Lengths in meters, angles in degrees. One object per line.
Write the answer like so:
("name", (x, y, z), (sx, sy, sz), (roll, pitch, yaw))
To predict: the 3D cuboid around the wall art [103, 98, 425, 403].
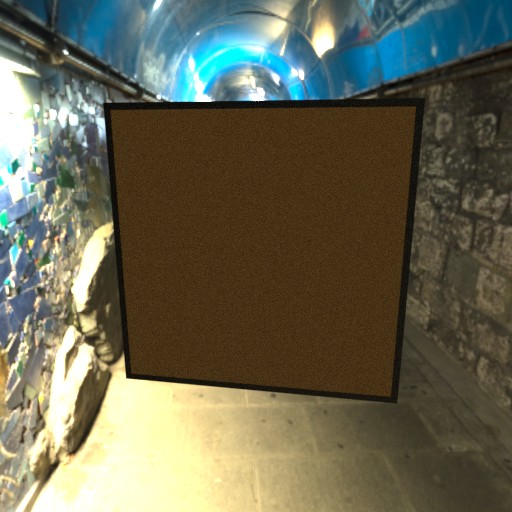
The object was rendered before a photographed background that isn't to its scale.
("wall art", (0.000, 0.000, 1.152), (0.763, 0.763, 0.038), (2, 15, 9))
